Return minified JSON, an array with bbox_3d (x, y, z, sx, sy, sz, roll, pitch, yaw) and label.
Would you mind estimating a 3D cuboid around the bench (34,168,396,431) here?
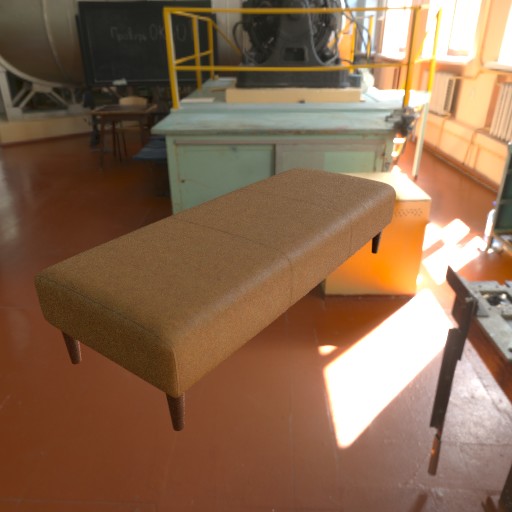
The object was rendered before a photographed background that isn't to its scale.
[{"bbox_3d":[0.000,0.000,1.902,0.653,0.399,1.610,18,31,32],"label":"bench"}]
